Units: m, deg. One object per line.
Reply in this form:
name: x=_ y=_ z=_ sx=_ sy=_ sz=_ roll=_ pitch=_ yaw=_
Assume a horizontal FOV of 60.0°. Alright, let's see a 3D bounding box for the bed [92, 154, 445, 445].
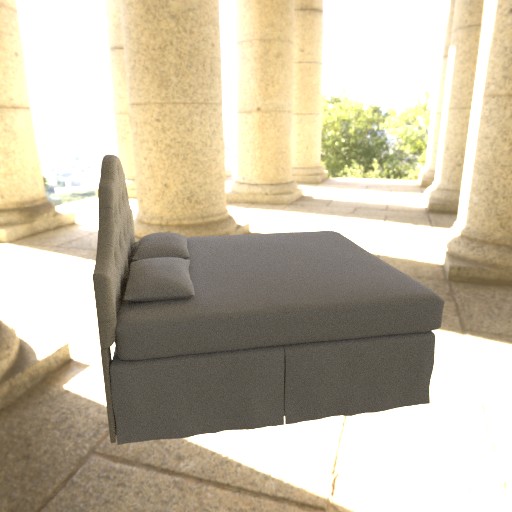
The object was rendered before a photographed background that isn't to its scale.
bed: x=0.000 y=0.000 z=3.415 sx=2.086 sy=1.555 sz=2.012 roll=-3 pitch=17 yaw=-11
